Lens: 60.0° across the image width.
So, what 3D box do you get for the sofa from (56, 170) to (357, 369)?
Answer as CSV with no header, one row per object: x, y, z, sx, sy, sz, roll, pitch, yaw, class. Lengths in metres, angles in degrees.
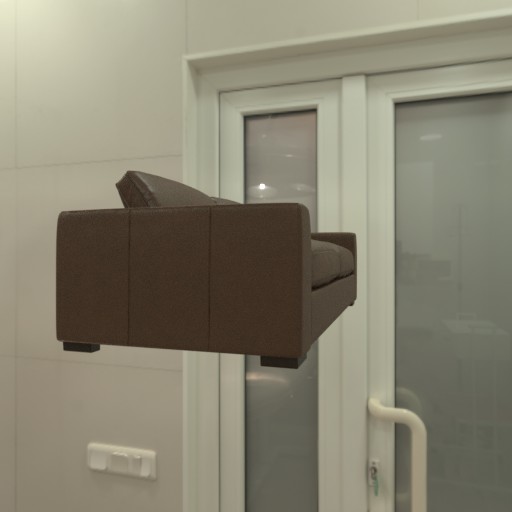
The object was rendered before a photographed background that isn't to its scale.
0.000,0.000,2.751,1.070,0.801,2.262,0,0,18,sofa
